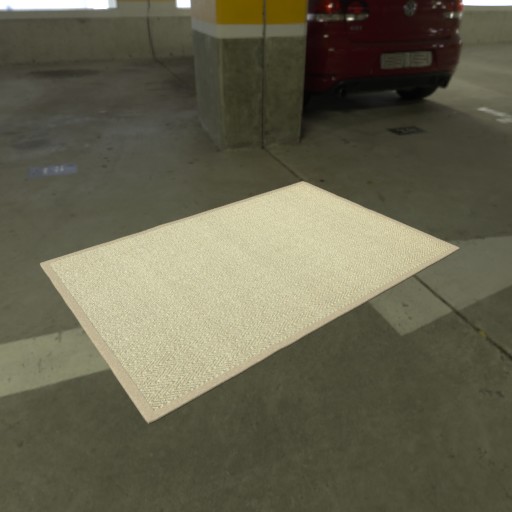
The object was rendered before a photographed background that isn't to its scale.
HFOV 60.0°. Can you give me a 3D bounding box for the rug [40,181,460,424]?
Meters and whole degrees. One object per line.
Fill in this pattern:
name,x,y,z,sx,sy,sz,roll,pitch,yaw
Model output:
rug,0.000,0.000,2.898,2.290,0.021,1.540,-22,37,-32
